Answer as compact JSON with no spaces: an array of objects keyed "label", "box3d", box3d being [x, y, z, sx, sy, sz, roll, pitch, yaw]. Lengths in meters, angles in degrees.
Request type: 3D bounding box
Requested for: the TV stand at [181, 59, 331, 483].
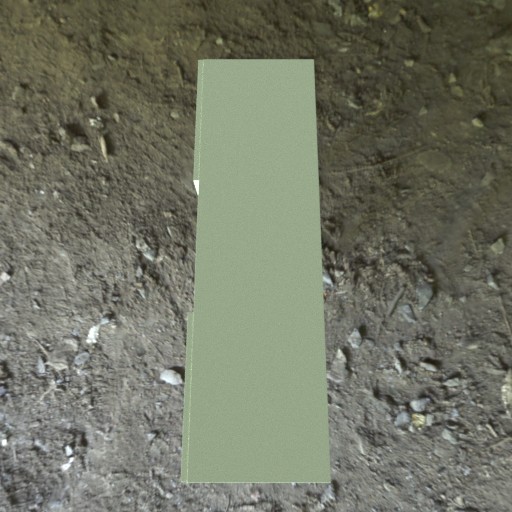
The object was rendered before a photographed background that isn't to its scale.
[{"label":"TV stand","box3d":[0.000,0.000,1.574,0.420,0.310,1.400,0,74,0]}]
